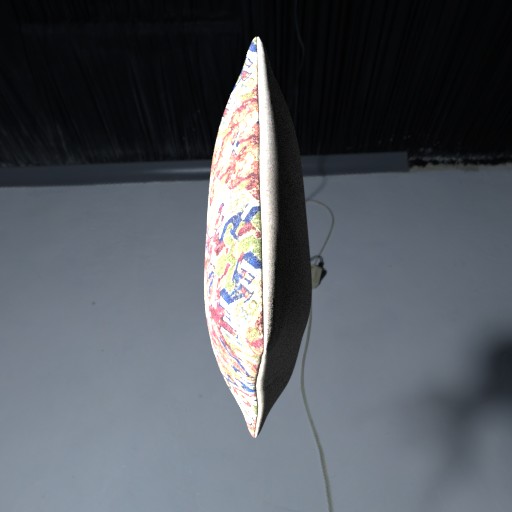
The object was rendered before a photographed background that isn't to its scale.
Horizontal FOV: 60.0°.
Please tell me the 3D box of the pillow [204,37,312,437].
[{"bbox_3d":[0.000,0.000,0.779,0.166,0.506,0.523,-1,58,0],"label":"pillow"}]
